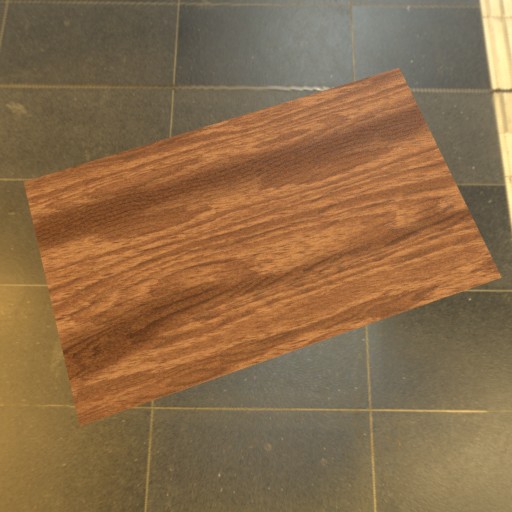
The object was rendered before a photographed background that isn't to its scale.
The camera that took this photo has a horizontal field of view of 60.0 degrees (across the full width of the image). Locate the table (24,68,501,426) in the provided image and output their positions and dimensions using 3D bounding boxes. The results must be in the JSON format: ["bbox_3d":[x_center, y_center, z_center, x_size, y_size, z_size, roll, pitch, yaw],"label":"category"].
[{"bbox_3d":[0.000,0.000,1.775,1.349,0.724,0.801,-18,76,-5],"label":"table"}]
